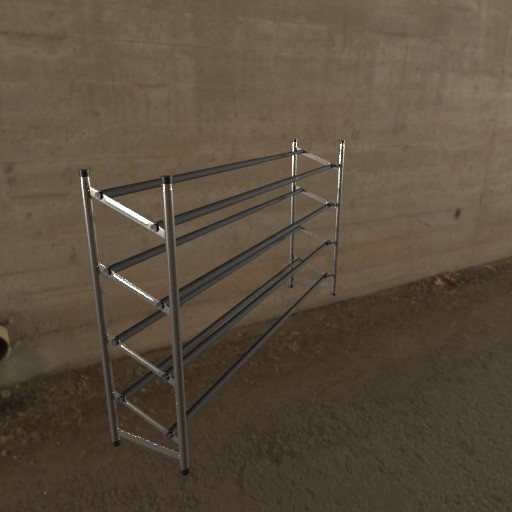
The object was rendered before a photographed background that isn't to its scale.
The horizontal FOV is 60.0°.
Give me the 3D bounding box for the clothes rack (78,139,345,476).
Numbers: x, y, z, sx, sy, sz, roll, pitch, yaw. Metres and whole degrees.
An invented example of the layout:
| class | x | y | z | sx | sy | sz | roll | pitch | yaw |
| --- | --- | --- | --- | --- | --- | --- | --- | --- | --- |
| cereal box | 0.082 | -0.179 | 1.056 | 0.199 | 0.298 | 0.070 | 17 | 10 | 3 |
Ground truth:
| class | x | y | z | sx | sy | sz | roll | pitch | yaw |
| --- | --- | --- | --- | --- | --- | --- | --- | --- | --- |
| clothes rack | 0.000 | 0.000 | 1.438 | 0.229 | 0.672 | 1.168 | 9 | 20 | 25 |
